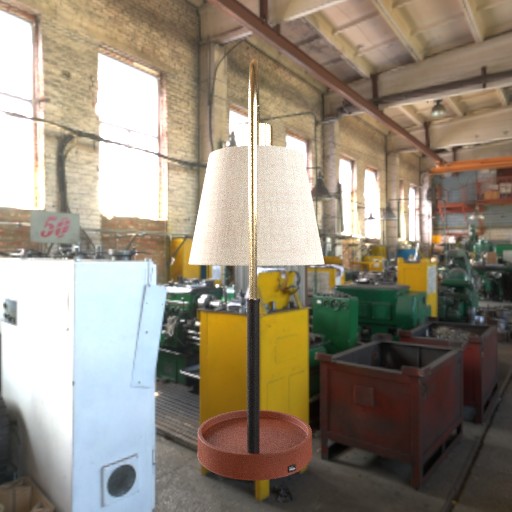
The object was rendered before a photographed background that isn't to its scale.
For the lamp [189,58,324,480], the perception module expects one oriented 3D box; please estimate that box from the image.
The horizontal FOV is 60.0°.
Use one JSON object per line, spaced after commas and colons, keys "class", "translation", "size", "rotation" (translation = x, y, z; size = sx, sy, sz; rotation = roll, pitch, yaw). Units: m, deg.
{"class": "lamp", "translation": [0.000, 0.000, 0.665], "size": [0.211, 0.536, 0.273], "rotation": [0, 0, 2]}
